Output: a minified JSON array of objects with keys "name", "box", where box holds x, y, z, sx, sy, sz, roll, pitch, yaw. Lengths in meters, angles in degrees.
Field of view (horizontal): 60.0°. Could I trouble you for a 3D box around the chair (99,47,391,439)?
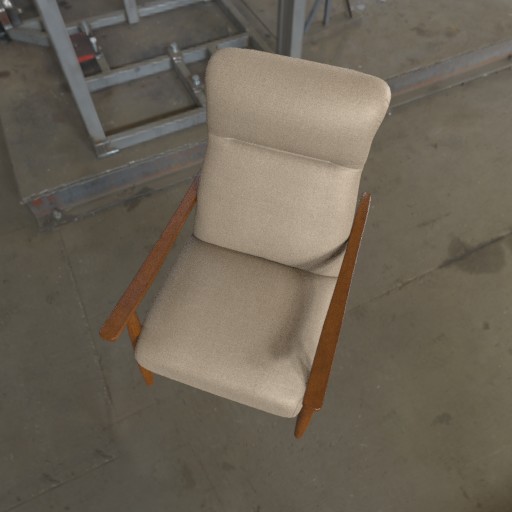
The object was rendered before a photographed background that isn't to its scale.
[{"name":"chair","box":[0.000,0.000,1.735,0.762,1.082,1.032,16,59,10]}]
